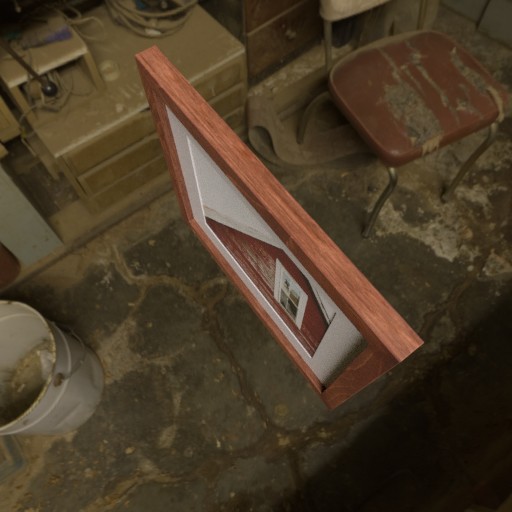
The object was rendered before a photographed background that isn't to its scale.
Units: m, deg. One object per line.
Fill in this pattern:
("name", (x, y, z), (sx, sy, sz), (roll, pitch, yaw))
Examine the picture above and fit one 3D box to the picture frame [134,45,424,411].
("picture frame", (0.000, 0.000, 0.534), (0.025, 0.330, 0.381), (-34, 69, -14))
